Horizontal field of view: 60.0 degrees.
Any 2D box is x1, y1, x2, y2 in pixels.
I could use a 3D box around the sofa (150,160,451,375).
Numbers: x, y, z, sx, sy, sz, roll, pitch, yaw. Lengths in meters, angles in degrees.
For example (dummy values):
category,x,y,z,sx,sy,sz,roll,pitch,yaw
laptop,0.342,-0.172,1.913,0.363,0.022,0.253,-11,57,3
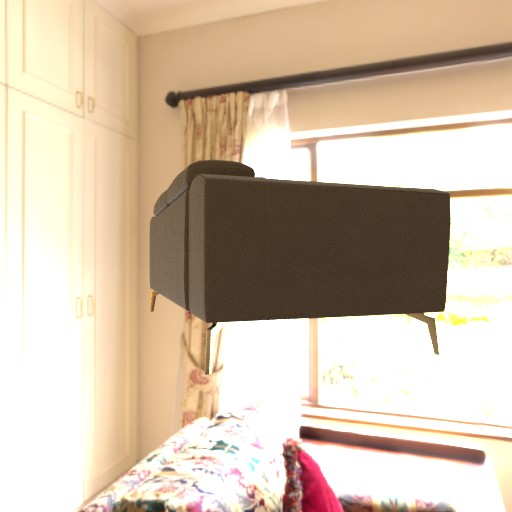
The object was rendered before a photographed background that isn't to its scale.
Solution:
category,x,y,z,sx,sy,sz,roll,pitch,yaw
sofa,0.000,0.000,2.445,1.003,0.779,1.895,0,-1,-19
